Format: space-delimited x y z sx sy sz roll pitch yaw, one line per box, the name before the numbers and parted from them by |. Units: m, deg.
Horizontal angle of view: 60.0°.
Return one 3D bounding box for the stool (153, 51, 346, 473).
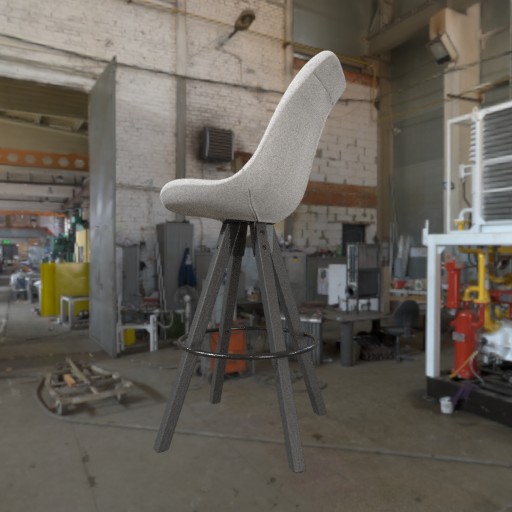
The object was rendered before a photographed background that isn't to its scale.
stool | 0.000 0.000 1.400 0.550 1.115 0.485 0 1 17
